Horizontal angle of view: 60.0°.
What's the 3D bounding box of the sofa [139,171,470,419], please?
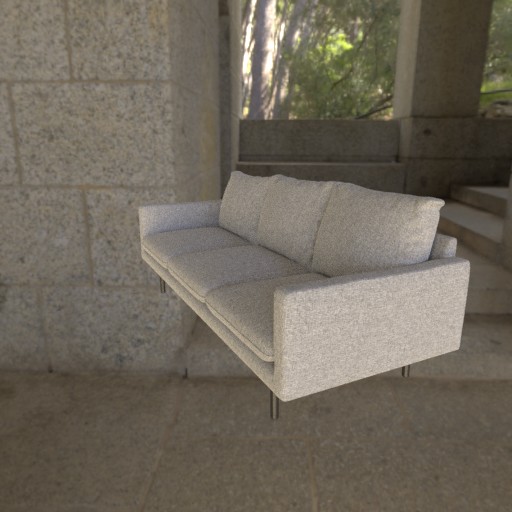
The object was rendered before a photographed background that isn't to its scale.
[{"bbox_3d":[0.000,0.000,2.410,0.850,0.830,2.000,-8,17,-26],"label":"sofa"}]
